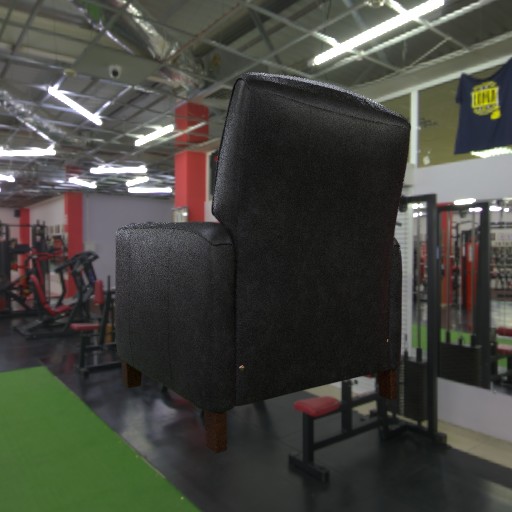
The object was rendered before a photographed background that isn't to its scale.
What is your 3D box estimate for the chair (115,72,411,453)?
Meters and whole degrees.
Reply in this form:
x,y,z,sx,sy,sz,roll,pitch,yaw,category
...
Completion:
x,y,z,sx,sy,sz,roll,pitch,yaw,category
0.000,0.000,1.640,0.848,1.014,0.864,-1,1,-35,chair
